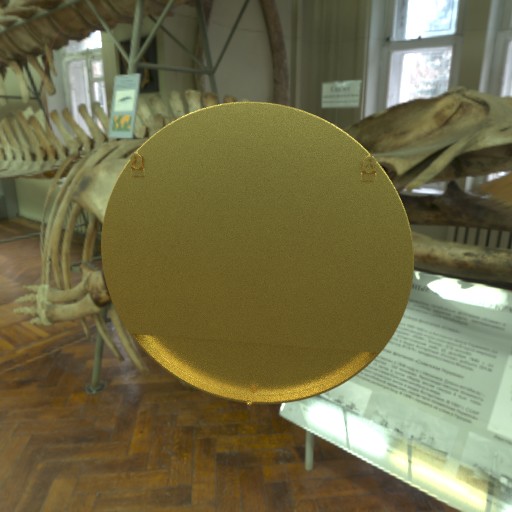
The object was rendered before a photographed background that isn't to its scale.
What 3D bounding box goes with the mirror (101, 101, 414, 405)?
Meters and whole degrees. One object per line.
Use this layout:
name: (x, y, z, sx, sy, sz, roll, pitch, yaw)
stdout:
mirror: (0.000, 0.000, 0.702, 0.457, 0.457, 0.133, 3, 17, 9)
